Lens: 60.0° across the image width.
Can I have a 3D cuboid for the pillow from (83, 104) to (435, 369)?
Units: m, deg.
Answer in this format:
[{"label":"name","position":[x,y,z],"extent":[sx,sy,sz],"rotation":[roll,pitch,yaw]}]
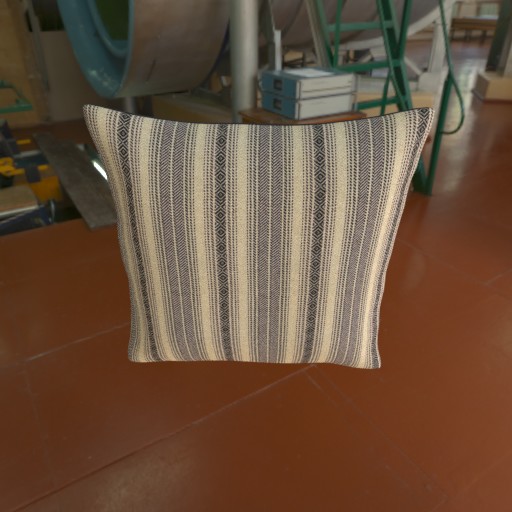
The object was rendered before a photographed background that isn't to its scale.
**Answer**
[{"label":"pillow","position":[0.000,0.000,0.777],"extent":[0.520,0.508,0.166],"rotation":[1,31,2]}]
